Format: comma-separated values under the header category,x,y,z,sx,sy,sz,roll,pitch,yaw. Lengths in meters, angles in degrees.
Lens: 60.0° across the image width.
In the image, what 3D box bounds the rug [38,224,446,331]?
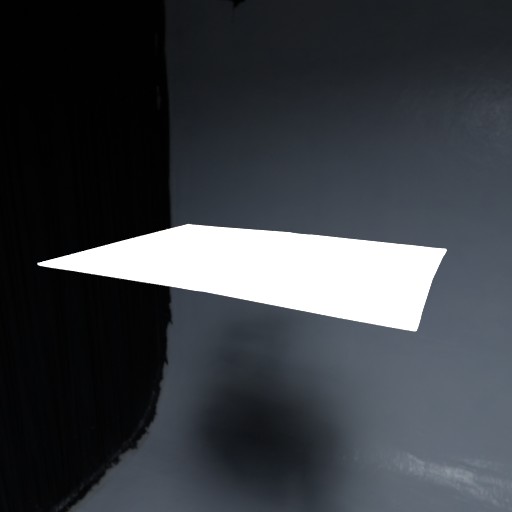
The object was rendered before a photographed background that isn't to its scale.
category,x,y,z,sx,sy,sz,roll,pitch,yaw
rug,0.000,0.000,3.763,2.869,0.038,2.032,7,16,26
